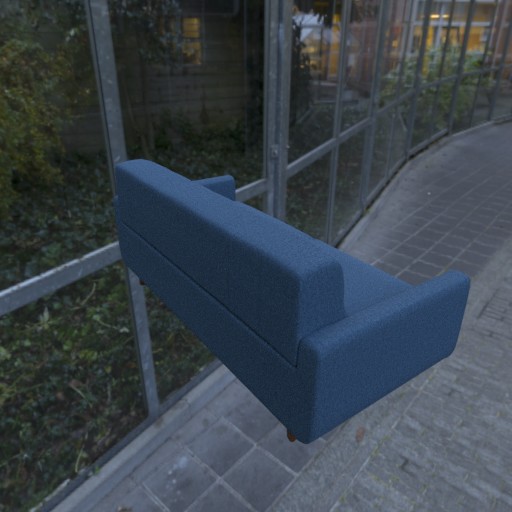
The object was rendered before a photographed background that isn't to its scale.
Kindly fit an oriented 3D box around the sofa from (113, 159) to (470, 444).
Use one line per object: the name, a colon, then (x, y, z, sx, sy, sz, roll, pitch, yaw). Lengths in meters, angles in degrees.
sofa: (0.000, 0.000, 2.557, 0.942, 0.884, 2.055, -17, 31, -31)
